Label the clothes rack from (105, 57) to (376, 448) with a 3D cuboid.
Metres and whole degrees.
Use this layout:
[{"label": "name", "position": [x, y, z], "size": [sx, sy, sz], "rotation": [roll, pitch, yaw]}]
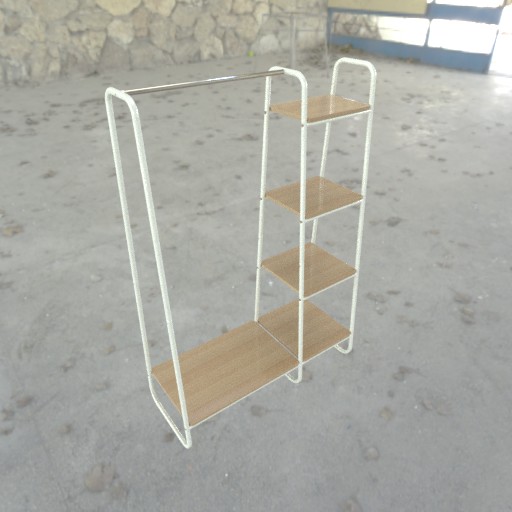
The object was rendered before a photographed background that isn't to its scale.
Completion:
[{"label": "clothes rack", "position": [0.000, 0.000, 1.932], "size": [1.011, 1.500, 0.400], "rotation": [-21, 38, -30]}]
